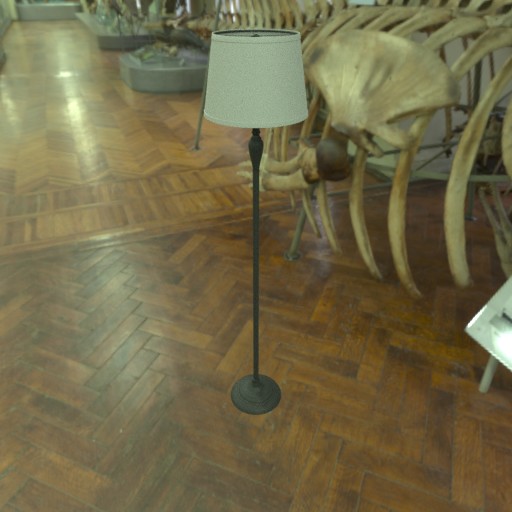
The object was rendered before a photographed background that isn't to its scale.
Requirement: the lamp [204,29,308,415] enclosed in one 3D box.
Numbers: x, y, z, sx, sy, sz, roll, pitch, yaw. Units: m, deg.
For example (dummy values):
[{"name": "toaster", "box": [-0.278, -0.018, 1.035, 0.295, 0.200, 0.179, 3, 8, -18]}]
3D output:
[{"name": "lamp", "box": [0.000, 0.000, 1.668, 0.327, 1.506, 0.327, 22, 38, 31]}]
